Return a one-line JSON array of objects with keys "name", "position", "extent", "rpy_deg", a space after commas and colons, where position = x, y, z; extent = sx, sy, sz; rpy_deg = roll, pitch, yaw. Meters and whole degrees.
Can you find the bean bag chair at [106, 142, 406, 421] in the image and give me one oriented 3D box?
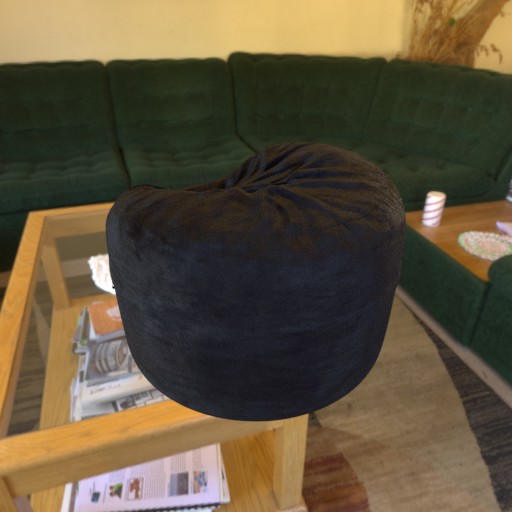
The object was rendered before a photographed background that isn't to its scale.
[{"name": "bean bag chair", "position": [0.000, 0.000, 1.465], "extent": [0.918, 0.616, 0.918], "rpy_deg": [0, 30, 0]}]
